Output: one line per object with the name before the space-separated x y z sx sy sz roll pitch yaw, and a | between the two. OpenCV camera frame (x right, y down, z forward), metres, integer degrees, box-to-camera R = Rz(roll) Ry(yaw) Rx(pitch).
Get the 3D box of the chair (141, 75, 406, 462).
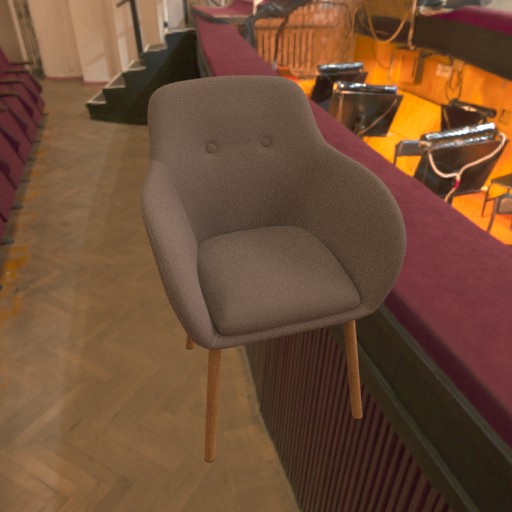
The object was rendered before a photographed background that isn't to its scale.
chair | 0.000 0.000 1.215 0.570 0.830 0.590 -10 34 -15
